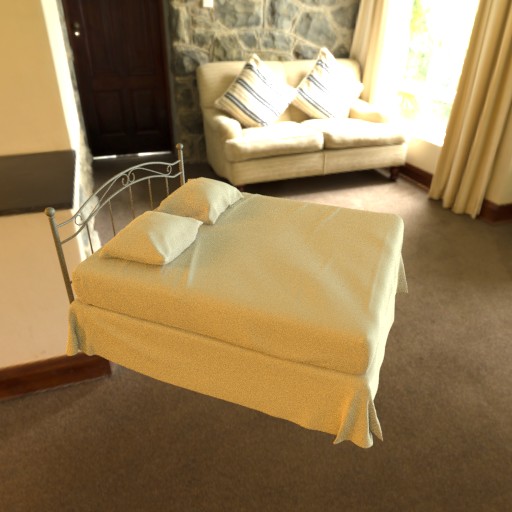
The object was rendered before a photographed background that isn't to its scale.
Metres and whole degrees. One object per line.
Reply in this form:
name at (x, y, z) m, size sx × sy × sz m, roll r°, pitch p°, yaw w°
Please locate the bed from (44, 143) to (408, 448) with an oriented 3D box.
bed at (0.000, 0.000, 3.298) m, size 2.215 × 1.080 × 1.936 m, roll 11°, pitch 31°, yaw 19°
